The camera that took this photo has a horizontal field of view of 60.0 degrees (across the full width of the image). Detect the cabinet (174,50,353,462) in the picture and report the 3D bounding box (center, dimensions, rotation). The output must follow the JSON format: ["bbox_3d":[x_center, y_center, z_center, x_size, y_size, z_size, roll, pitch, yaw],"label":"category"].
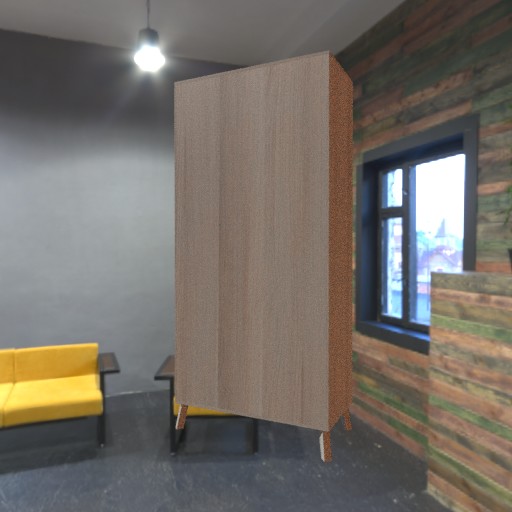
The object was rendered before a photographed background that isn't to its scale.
[{"bbox_3d":[0.000,0.000,2.660,0.969,1.957,1.272,0,1,-19],"label":"cabinet"}]
